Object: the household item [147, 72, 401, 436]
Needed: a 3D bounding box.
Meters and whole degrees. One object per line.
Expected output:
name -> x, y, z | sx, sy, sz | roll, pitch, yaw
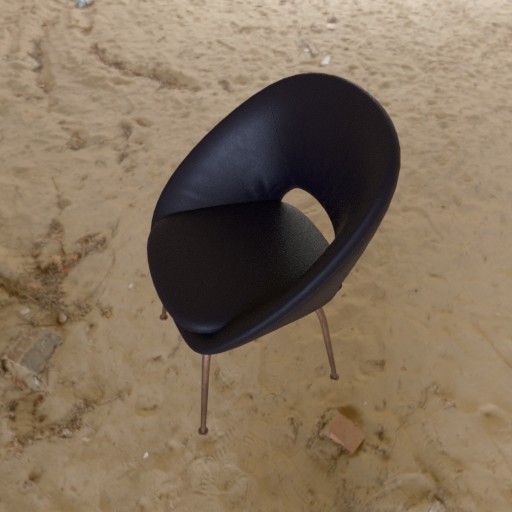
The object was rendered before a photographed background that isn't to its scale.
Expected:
household item -> 0.000, 0.000, 1.226 | 0.573, 0.852, 0.623 | -17, 49, -16
